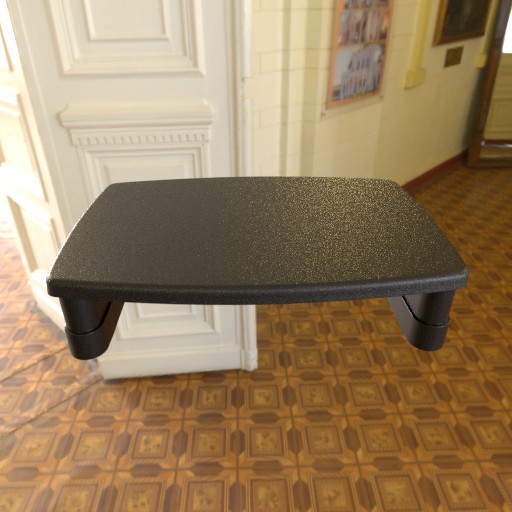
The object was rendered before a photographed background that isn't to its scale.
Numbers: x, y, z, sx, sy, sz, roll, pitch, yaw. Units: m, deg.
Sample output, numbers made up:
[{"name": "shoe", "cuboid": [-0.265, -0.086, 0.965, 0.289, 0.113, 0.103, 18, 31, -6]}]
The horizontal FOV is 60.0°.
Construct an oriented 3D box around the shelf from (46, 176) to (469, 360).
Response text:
[{"name": "shelf", "cuboid": [0.000, 0.000, 0.530, 0.410, 0.100, 0.280, -1, 31, -2]}]
